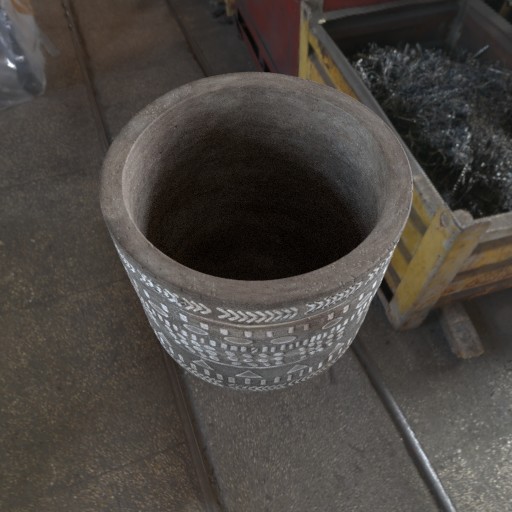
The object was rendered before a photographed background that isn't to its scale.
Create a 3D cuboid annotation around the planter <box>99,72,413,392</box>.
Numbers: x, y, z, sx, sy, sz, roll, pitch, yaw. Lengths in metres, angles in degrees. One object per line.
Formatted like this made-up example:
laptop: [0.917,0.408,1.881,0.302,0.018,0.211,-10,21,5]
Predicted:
planter: [0.000,0.000,0.225,0.122,0.128,0.122,0,56,0]
